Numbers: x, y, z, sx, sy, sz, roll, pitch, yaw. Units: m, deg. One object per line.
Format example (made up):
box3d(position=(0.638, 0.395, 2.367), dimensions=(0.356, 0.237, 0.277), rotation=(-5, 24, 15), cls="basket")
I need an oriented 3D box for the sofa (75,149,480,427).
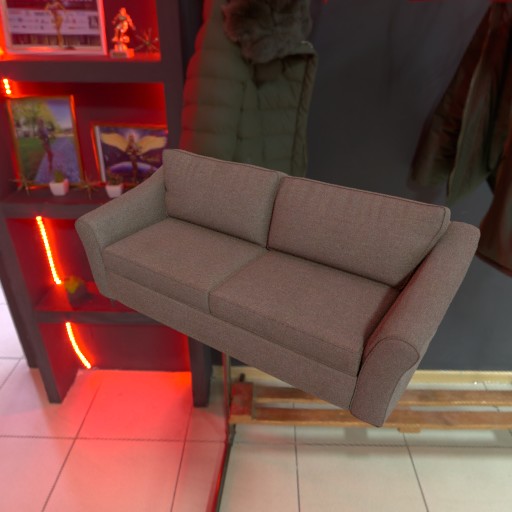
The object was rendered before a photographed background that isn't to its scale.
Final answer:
box3d(position=(0.000, 0.000, 2.704), dimensions=(2.270, 0.906, 0.986), rotation=(18, 34, 29), cls="sofa")
